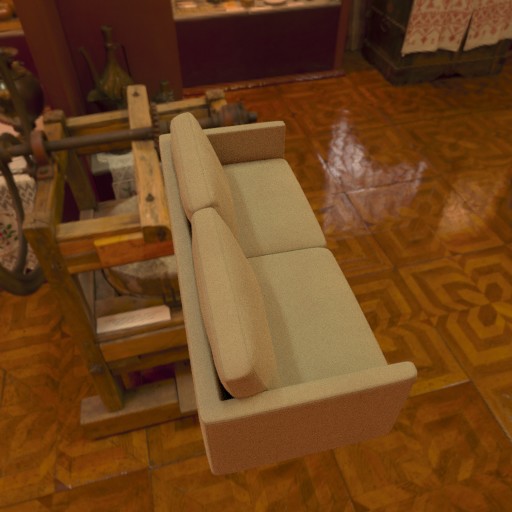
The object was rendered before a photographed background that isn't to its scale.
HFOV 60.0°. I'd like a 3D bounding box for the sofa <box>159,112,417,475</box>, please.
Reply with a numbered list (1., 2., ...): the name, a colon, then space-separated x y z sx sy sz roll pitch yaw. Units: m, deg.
1. sofa: 0.000 0.000 2.680 0.948 0.932 2.181 -9 47 -9
